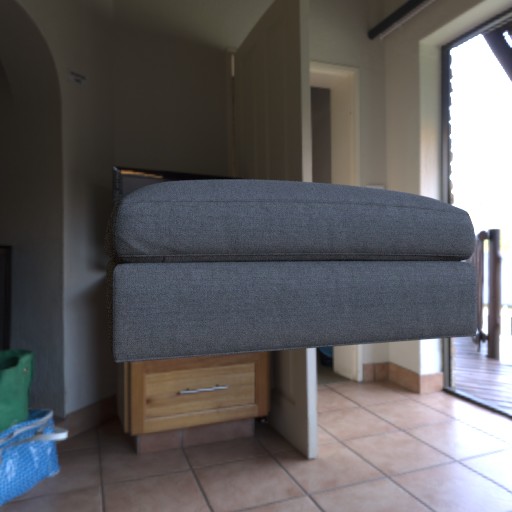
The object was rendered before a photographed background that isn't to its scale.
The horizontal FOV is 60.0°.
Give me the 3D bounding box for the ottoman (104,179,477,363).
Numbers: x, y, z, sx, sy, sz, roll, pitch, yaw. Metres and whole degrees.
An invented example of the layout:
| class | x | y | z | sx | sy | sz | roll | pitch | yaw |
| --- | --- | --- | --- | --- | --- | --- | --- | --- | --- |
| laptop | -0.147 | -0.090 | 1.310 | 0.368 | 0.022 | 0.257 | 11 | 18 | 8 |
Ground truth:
| class | x | y | z | sx | sy | sz | roll | pitch | yaw |
| --- | --- | --- | --- | --- | --- | --- | --- | --- | --- |
| ottoman | 0.000 | 0.000 | 1.610 | 1.041 | 0.470 | 1.041 | 0 | 0 | -19 |
